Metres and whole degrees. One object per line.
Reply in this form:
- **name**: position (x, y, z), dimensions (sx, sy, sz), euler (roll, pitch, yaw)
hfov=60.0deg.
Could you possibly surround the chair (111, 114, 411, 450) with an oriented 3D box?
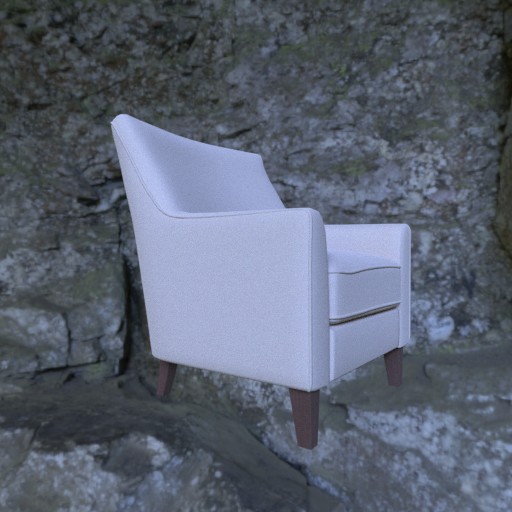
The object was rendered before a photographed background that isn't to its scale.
- **chair**: position (0.000, 0.000, 1.551), dimensions (0.879, 0.916, 0.756), euler (0, 0, 37)
